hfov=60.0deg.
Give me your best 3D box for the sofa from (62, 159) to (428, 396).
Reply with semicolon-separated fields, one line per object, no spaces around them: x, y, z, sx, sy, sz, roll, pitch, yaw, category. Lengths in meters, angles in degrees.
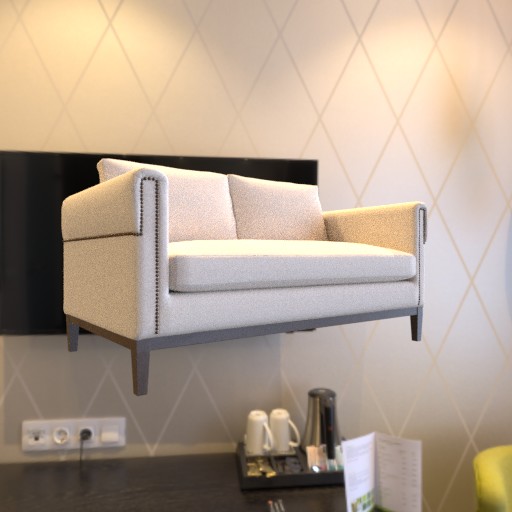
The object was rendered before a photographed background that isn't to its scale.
0.000;0.000;2.152;1.598;0.873;0.905;0;0;-37;sofa
